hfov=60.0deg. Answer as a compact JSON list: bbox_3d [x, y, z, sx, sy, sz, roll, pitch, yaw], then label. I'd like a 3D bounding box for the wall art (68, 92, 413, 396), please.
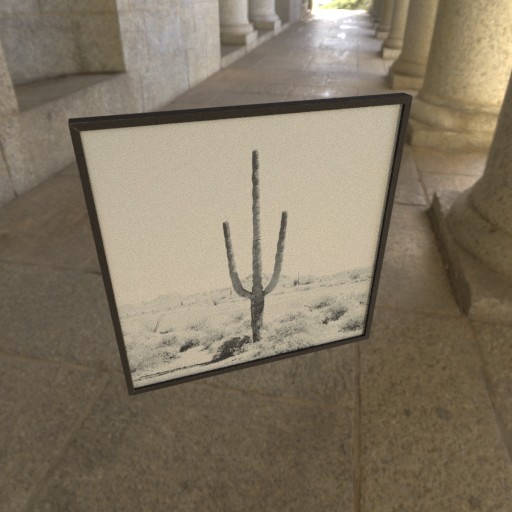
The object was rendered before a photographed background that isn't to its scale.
[{"bbox_3d":[0.000,0.000,1.158,0.762,0.762,0.038,-10,33,-15],"label":"wall art"}]
